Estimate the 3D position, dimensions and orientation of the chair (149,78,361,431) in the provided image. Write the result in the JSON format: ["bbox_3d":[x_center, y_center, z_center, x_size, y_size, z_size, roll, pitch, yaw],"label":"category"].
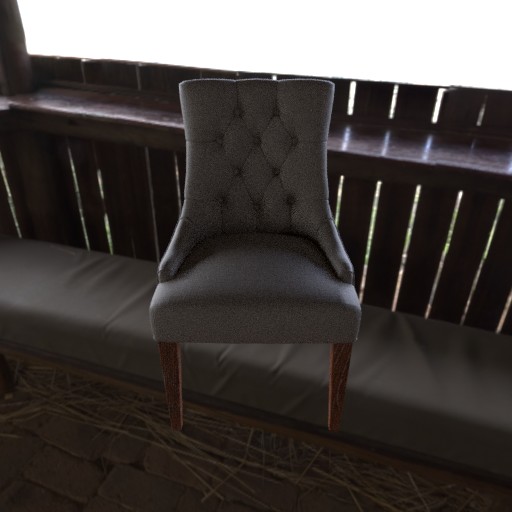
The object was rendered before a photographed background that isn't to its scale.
[{"bbox_3d":[0.000,0.000,1.255,0.509,0.874,0.565,0,30,0],"label":"chair"}]
